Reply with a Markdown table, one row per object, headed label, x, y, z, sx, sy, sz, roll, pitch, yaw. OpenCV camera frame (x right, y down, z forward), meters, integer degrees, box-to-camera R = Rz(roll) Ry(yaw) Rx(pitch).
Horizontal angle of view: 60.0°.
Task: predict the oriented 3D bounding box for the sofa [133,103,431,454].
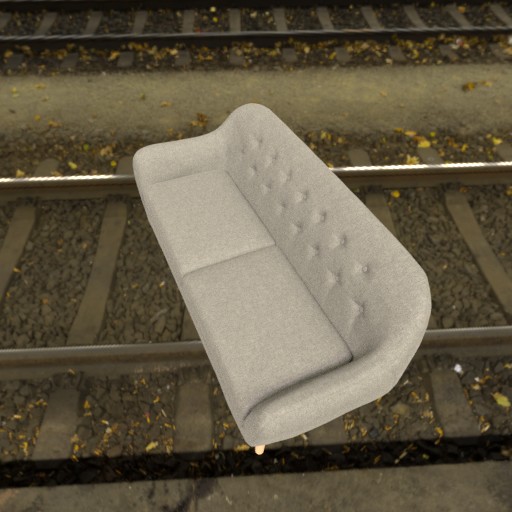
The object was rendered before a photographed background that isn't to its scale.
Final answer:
| label | x | y | z | sx | sy | sz | roll | pitch | yaw |
| --- | --- | --- | --- | --- | --- | --- | --- | --- | --- |
| sofa | 0.000 | 0.000 | 2.263 | 0.820 | 0.820 | 1.840 | -18 | 49 | -17 |
